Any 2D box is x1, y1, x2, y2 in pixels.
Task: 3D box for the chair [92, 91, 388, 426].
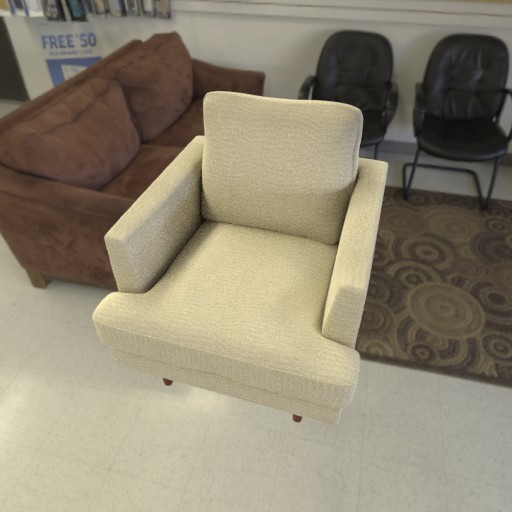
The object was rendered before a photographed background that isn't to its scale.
[{"bbox_3d":[0.000,0.000,1.634,0.858,0.957,0.899,11,42,13],"label":"chair"}]
